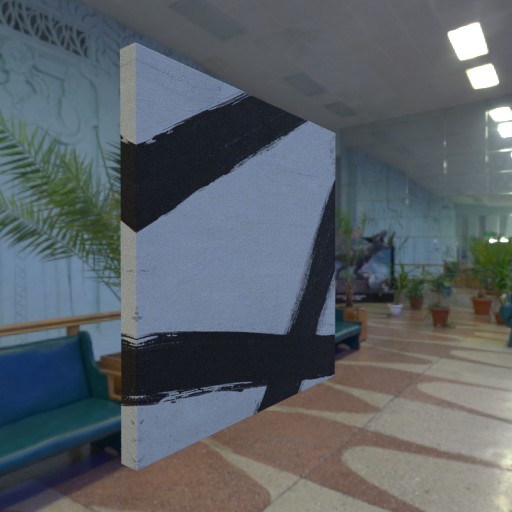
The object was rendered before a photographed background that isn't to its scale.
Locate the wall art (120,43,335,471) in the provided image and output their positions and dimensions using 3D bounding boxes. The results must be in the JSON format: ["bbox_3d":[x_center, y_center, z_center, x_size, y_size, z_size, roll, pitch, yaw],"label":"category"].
[{"bbox_3d":[0.000,0.000,1.108,0.046,0.765,0.765,1,1,37],"label":"wall art"}]
